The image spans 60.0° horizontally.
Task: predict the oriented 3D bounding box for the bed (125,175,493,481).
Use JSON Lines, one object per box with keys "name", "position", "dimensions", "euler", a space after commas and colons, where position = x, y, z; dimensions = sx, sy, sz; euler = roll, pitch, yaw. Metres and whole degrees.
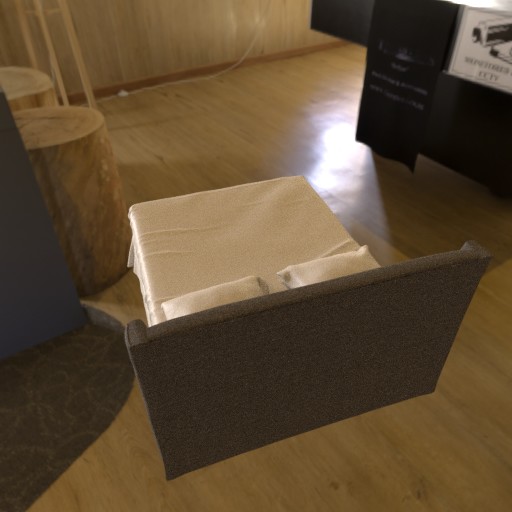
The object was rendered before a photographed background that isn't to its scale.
{"name": "bed", "position": [0.000, 0.000, 3.334], "dimensions": [1.925, 1.332, 2.276], "euler": [-12, 41, -14]}
